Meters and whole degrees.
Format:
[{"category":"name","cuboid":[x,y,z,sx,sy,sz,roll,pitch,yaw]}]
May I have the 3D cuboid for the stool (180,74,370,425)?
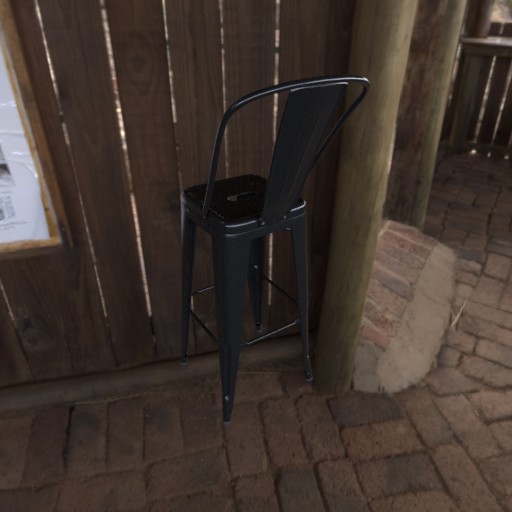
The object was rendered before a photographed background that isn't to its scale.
[{"category":"stool","cuboid":[0.000,0.000,1.363,0.399,1.096,0.513,-19,35,-28]}]
